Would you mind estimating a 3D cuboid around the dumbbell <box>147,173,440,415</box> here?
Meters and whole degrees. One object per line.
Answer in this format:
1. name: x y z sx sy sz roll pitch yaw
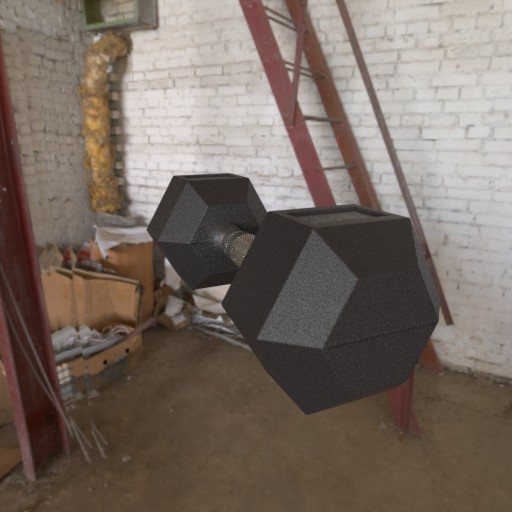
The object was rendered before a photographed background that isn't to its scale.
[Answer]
1. dumbbell: 0.000 0.000 0.413 0.141 0.123 0.356 -7 18 -24
